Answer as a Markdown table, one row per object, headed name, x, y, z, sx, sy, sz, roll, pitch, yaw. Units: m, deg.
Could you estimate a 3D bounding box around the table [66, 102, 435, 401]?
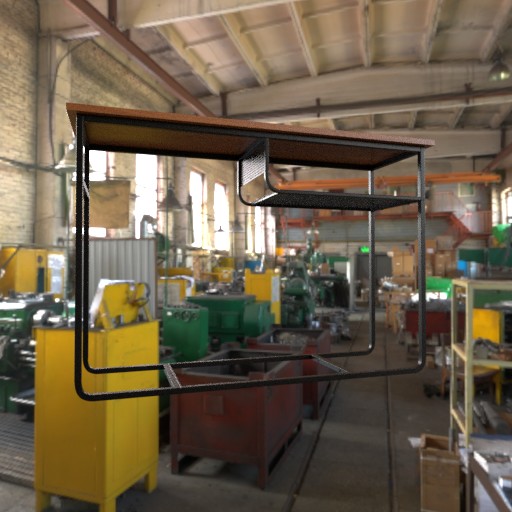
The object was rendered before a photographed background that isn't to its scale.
| name | x | y | z | sx | sy | sz | roll | pitch | yaw |
| --- | --- | --- | --- | --- | --- | --- | --- | --- | --- |
| table | 0.000 | 0.000 | 1.425 | 1.100 | 0.750 | 0.350 | 0 | -1 | -18 |
